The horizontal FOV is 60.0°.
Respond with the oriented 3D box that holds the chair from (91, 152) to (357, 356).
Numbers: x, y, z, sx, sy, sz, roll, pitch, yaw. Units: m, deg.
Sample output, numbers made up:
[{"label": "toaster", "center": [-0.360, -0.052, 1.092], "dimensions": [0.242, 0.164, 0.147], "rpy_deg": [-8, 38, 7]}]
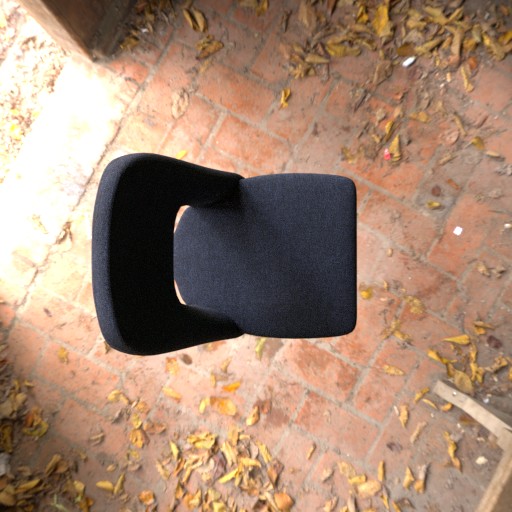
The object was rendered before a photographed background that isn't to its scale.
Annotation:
[{"label": "chair", "center": [0.000, 0.000, 1.275], "dimensions": [0.612, 0.931, 0.470], "rpy_deg": [0, 90, 0]}]
